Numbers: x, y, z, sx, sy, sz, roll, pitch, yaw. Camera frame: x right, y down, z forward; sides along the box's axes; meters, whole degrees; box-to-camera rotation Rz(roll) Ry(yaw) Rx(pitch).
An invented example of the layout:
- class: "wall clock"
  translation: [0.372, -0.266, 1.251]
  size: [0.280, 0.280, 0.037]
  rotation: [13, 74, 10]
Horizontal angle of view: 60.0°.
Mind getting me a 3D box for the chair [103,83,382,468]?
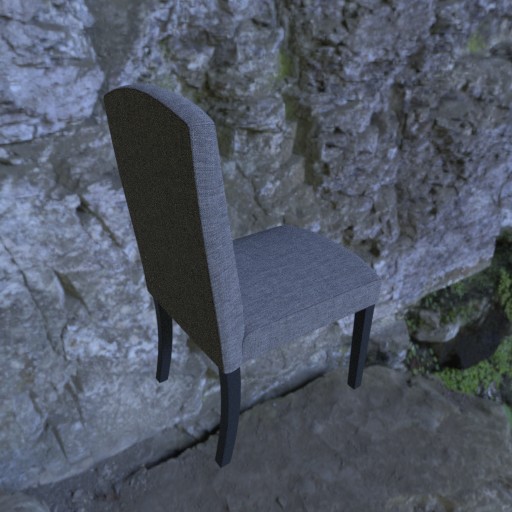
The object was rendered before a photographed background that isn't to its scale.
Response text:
- class: "chair"
  translation: [0.000, 0.000, 1.222]
  size: [0.580, 0.917, 0.451]
  rotation: [-18, 32, -31]
